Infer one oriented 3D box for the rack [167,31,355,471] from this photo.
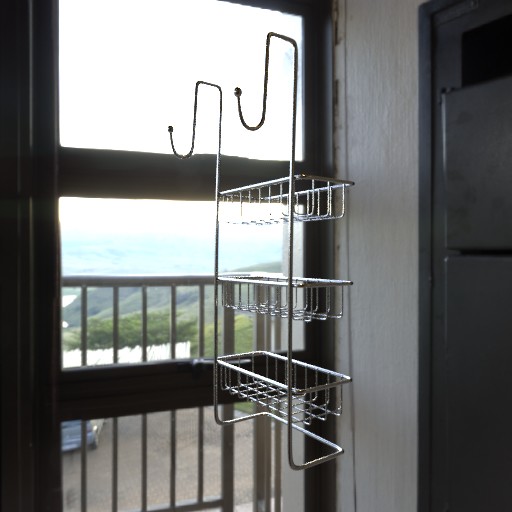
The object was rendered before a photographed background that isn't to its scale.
[{"bbox_3d":[0.000,0.000,0.670,0.202,0.574,0.228,0,0,-35],"label":"rack"}]
